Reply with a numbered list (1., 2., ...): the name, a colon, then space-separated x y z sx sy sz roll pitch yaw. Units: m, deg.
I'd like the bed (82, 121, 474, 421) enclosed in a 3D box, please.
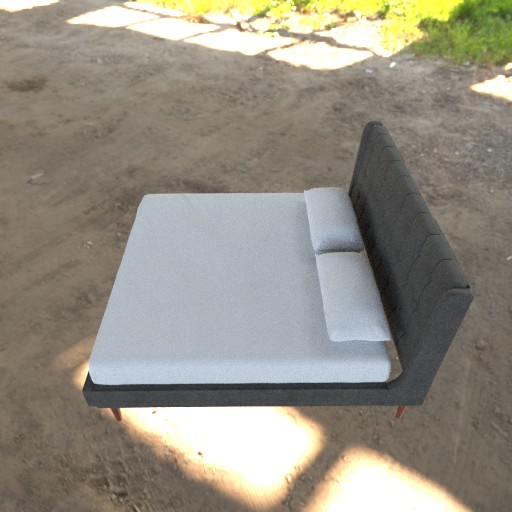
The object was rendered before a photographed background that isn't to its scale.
1. bed: 0.000 0.000 2.522 1.638 0.933 1.531 0 41 0
